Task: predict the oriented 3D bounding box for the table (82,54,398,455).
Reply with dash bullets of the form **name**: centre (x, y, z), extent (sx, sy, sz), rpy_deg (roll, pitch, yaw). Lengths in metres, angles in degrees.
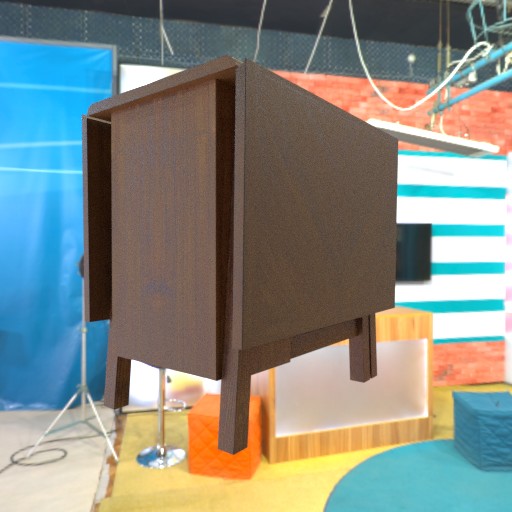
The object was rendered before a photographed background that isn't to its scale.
- **table**: centre (0.000, 0.000, 1.630), extent (0.701, 0.981, 0.967), rpy_deg (1, 1, 38)
